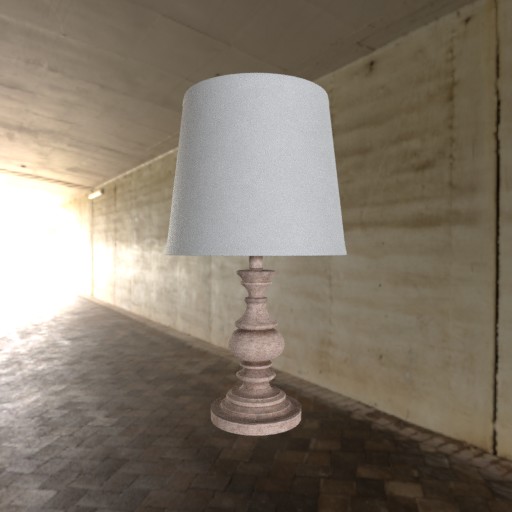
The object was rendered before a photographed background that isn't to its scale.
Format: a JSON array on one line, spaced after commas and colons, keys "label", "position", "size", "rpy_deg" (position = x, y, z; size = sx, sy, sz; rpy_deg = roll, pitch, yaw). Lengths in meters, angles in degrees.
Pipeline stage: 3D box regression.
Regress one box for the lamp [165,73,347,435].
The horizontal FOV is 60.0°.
[{"label": "lamp", "position": [0.000, 0.000, 0.680], "size": [0.273, 0.497, 0.273], "rpy_deg": [0, 1, 0]}]
